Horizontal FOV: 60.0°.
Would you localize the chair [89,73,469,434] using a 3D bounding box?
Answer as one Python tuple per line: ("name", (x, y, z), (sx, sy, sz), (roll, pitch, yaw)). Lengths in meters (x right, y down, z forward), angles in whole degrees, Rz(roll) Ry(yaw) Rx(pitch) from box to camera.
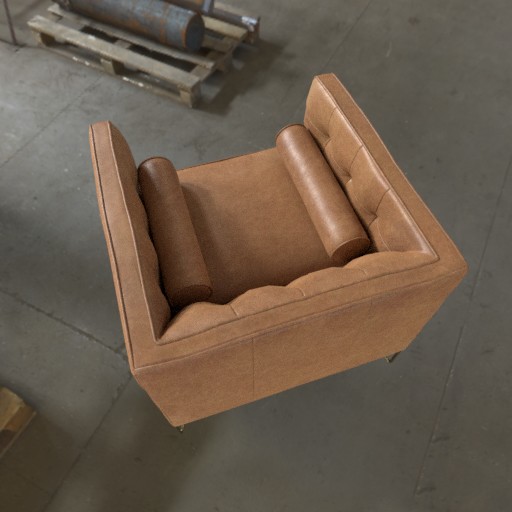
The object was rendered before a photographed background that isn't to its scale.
("chair", (0.000, 0.000, 1.633), (0.920, 0.797, 0.912), (-16, 59, -10))
